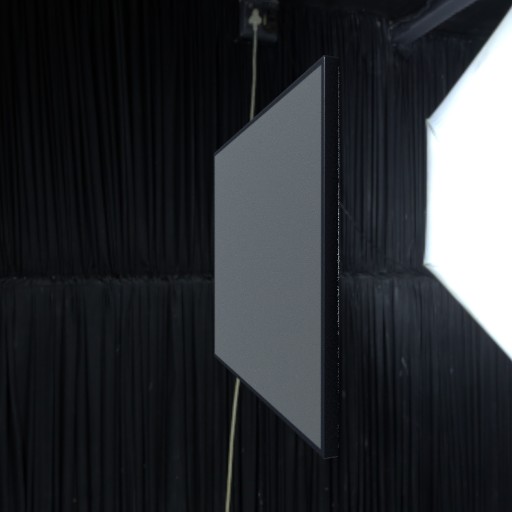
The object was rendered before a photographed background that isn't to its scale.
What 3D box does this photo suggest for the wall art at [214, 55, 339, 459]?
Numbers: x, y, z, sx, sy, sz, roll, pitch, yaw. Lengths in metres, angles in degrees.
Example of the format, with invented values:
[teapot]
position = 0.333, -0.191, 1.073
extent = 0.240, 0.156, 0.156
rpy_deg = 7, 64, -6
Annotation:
[wall art]
position = 0.000, 0.000, 0.742
extent = 0.018, 0.450, 0.521
rpy_deg = 0, 0, -19
